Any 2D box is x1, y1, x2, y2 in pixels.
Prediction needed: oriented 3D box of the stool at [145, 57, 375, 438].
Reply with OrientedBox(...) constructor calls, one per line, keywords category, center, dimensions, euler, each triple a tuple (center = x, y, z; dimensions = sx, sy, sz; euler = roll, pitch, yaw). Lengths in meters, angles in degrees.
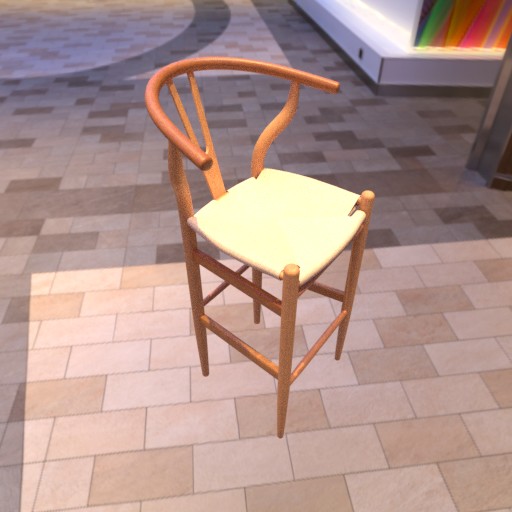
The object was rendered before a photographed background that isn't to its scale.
OrientedBox(category="stool", center=(0.000, 0.000, 1.393), dimensions=(0.561, 1.068, 0.574), euler=(25, 46, 27))
